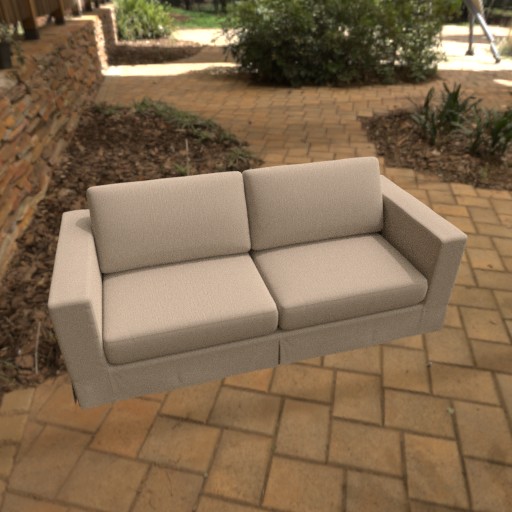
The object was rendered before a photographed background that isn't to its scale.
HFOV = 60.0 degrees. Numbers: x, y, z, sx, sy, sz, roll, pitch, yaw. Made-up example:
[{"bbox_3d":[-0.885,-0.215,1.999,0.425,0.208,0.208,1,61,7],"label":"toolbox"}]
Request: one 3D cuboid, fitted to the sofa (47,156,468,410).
[{"bbox_3d":[0.000,0.000,2.628,2.163,0.881,0.954,-9,33,-14],"label":"sofa"}]
